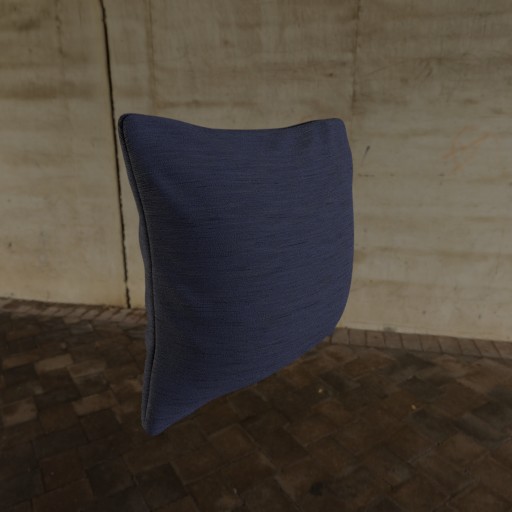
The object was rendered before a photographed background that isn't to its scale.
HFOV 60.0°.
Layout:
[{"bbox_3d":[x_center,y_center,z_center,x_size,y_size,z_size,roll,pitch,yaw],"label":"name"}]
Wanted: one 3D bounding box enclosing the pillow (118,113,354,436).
[{"bbox_3d":[0.000,0.000,0.685,0.246,0.414,0.432,15,22,42],"label":"pillow"}]
